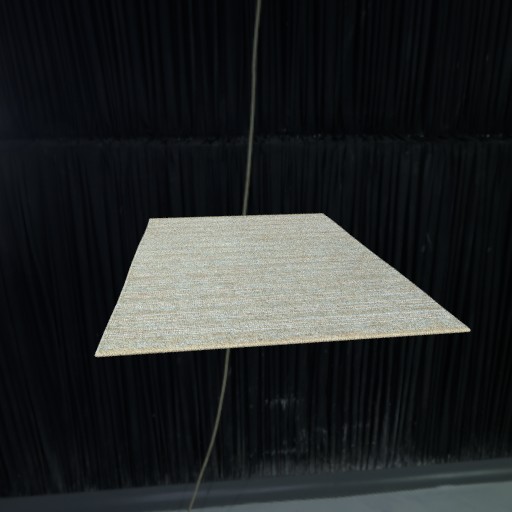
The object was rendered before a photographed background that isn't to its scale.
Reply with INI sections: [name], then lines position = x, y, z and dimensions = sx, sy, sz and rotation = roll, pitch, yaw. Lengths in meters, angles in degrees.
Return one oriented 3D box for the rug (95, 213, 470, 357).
[rug]
position = 0.000, 0.000, 2.289
dimensions = 1.240, 0.010, 1.824
rotation = -2, 18, -7
